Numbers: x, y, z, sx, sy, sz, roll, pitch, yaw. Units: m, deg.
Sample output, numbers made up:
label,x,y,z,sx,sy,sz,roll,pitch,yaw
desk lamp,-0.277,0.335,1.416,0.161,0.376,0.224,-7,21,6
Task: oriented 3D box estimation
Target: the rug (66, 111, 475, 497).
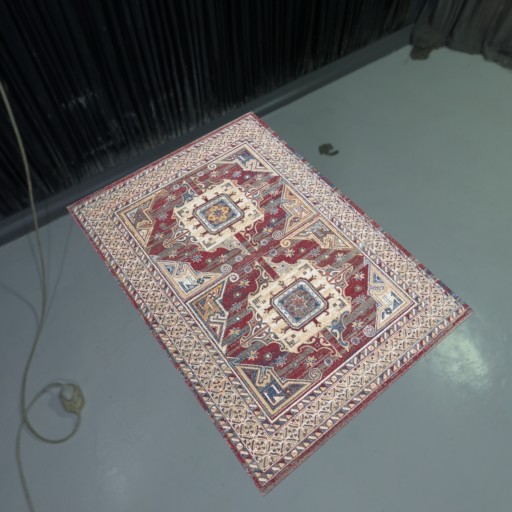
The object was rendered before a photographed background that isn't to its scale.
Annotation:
label,x,y,z,sx,sy,sz,roll,pitch,yaw
rug,0.000,0.000,2.850,1.599,0.011,2.210,-33,64,-19
